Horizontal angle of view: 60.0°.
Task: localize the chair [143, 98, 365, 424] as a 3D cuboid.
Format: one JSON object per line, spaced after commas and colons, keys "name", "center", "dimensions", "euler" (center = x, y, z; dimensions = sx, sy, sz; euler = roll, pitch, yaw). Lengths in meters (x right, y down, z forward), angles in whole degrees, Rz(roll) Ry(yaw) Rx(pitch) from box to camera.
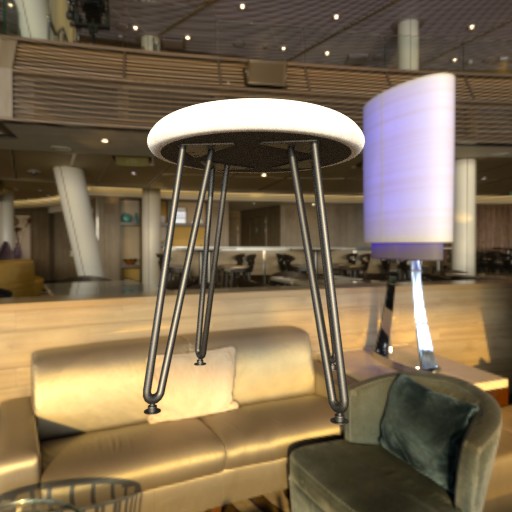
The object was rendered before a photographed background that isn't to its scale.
{"name": "chair", "center": [0.000, 0.000, 0.650], "dimensions": [0.350, 0.386, 0.350], "euler": [-1, 1, -37]}
